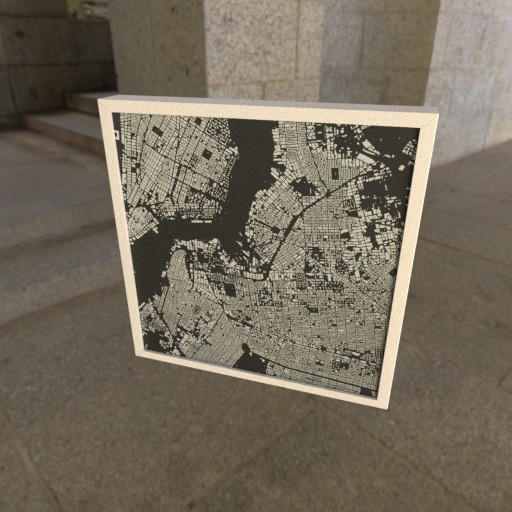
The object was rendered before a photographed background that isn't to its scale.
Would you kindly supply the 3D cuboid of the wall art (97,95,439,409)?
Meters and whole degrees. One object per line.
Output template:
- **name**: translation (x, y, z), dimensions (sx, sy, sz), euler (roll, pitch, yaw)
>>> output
- **wall art**: translation (0.000, 0.000, 0.463), dimensions (0.305, 0.305, 0.037), euler (8, 27, 15)
